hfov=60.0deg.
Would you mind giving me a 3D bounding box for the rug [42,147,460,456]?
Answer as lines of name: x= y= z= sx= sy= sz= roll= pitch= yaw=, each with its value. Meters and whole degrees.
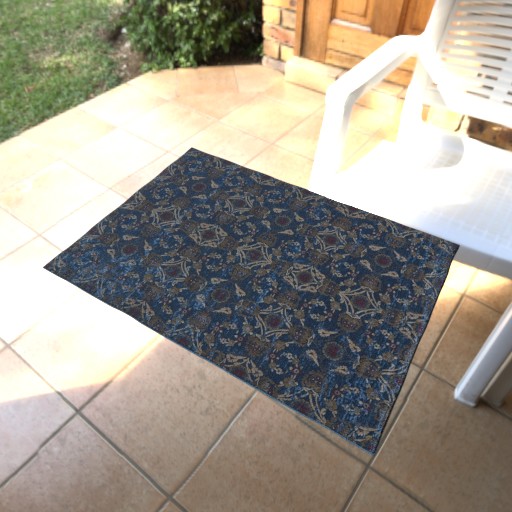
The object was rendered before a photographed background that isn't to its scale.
rug: x=0.000 y=0.000 z=2.862 sx=2.207 sy=0.014 sz=1.567 roll=24 pitch=52 yaw=21
